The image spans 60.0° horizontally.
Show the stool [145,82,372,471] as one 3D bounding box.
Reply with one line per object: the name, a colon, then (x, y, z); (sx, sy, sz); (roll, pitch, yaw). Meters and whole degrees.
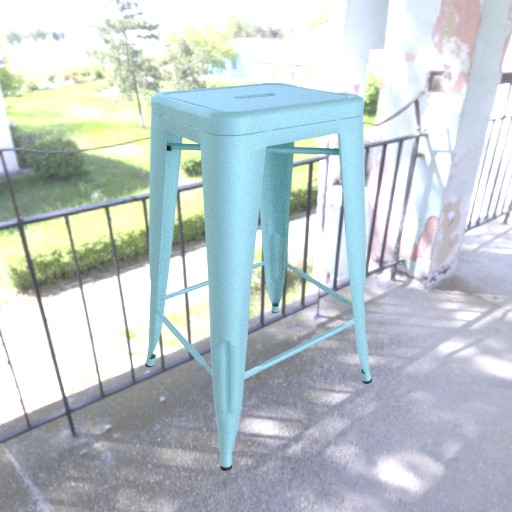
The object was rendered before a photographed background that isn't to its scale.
stool: (0.000, 0.000, 0.881); (0.399, 0.609, 0.359); (-19, 33, -31)
